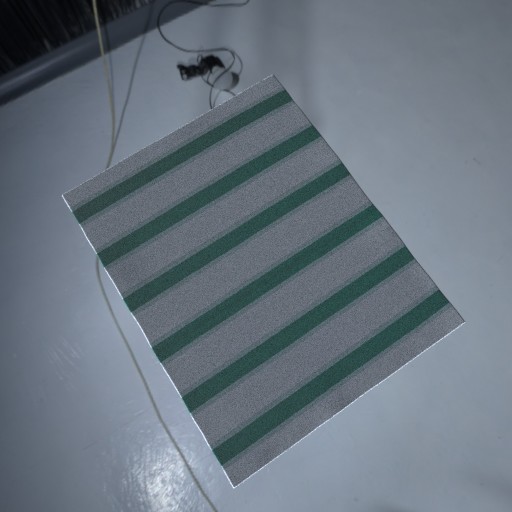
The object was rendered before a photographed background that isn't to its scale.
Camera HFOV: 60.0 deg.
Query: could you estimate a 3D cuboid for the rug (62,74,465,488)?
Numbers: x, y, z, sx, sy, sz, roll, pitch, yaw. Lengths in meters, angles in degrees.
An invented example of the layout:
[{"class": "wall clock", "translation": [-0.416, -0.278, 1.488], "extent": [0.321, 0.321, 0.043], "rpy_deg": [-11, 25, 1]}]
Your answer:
[{"class": "rug", "translation": [0.000, 0.000, 4.063], "extent": [2.434, 0.019, 3.041], "rpy_deg": [-32, 78, -8]}]
